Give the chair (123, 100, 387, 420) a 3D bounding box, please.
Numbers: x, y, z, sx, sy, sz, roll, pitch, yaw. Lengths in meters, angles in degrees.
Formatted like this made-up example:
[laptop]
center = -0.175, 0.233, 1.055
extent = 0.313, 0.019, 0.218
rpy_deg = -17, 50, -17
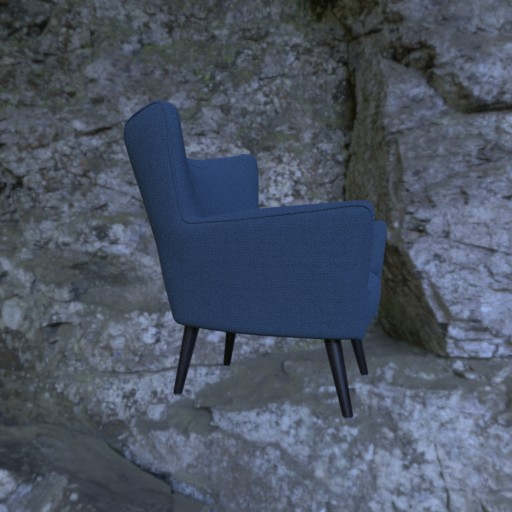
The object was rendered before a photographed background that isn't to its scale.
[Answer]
[chair]
center = 0.000, 0.000, 1.620
extent = 0.888, 0.933, 0.781
rpy_deg = 0, 0, 19
